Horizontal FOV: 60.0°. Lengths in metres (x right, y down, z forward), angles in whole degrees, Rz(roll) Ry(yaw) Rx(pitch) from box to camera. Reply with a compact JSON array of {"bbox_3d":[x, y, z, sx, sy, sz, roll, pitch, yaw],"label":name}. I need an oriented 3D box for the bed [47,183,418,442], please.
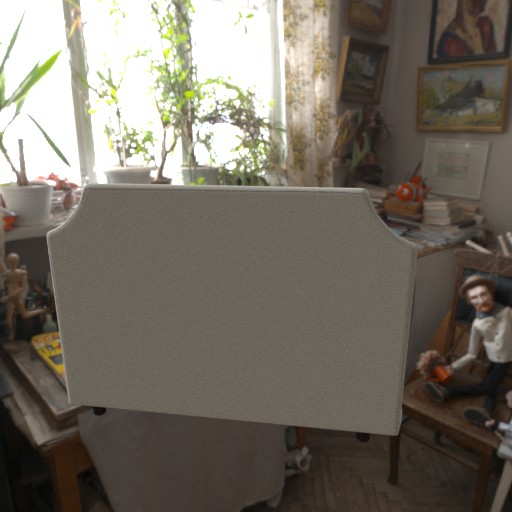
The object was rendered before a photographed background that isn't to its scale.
[{"bbox_3d":[0.000,0.000,4.001,2.350,1.590,2.773,2,16,8],"label":"bed"}]
